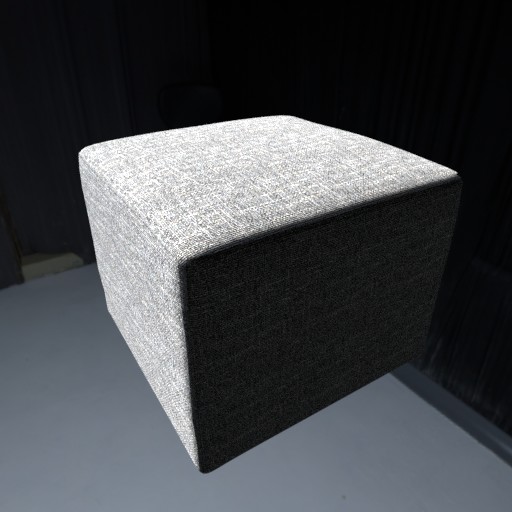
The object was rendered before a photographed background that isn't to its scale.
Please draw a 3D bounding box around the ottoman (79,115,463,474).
[{"bbox_3d":[0.000,0.000,0.885,0.521,0.453,0.512,-18,35,-27],"label":"ottoman"}]
